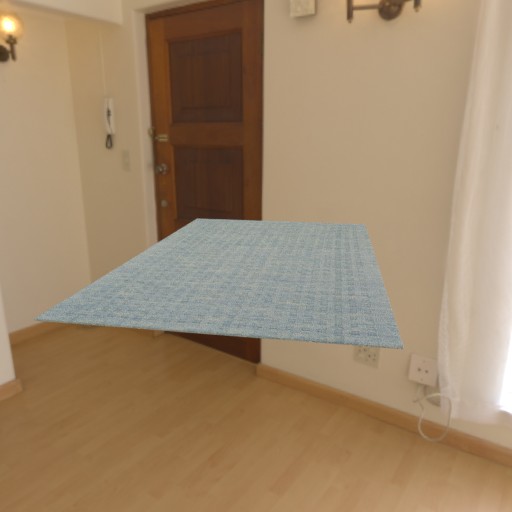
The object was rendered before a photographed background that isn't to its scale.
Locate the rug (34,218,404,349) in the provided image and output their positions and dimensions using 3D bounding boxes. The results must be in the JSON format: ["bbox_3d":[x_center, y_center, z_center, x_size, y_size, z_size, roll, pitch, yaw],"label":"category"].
[{"bbox_3d":[0.000,0.000,2.160,1.142,0.006,1.752,3,16,10],"label":"rug"}]
